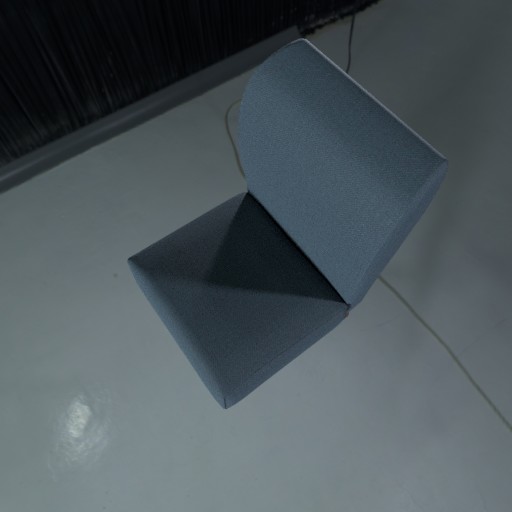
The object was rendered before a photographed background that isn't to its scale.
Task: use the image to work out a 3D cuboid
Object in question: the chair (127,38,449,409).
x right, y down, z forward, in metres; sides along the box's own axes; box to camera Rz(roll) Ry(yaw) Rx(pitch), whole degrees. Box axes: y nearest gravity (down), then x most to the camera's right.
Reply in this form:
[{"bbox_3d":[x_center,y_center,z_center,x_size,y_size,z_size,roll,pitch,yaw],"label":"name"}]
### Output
[{"bbox_3d":[0.000,0.000,1.183,0.592,0.804,0.513,-35,68,-16],"label":"chair"}]
